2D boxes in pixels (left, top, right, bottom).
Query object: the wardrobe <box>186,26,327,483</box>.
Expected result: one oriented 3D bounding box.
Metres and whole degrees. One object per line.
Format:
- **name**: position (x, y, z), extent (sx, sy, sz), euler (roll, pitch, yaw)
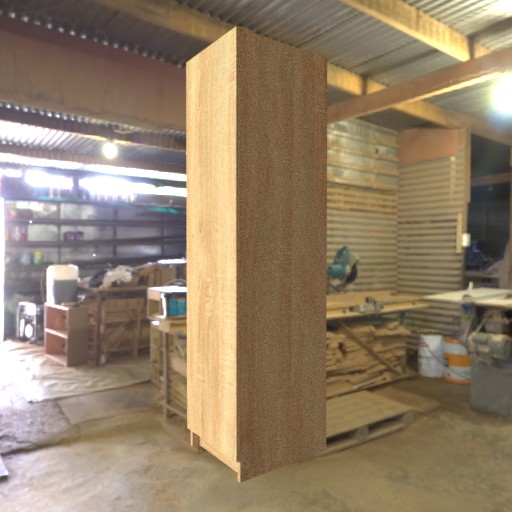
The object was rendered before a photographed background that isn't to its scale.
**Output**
- **wardrobe**: position (0.000, 0.000, 2.420), extent (0.588, 2.117, 0.496), euler (-1, 1, -36)
